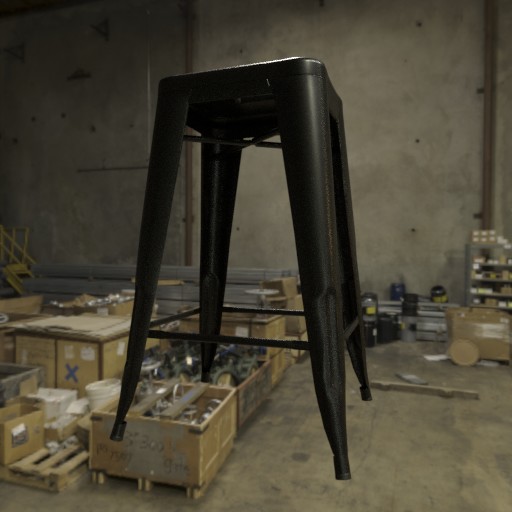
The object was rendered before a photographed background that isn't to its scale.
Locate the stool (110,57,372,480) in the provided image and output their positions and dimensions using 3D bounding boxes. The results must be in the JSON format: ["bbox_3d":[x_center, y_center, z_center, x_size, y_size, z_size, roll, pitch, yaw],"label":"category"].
[{"bbox_3d":[0.000,0.000,0.828,0.399,0.609,0.359,0,1,19],"label":"stool"}]
